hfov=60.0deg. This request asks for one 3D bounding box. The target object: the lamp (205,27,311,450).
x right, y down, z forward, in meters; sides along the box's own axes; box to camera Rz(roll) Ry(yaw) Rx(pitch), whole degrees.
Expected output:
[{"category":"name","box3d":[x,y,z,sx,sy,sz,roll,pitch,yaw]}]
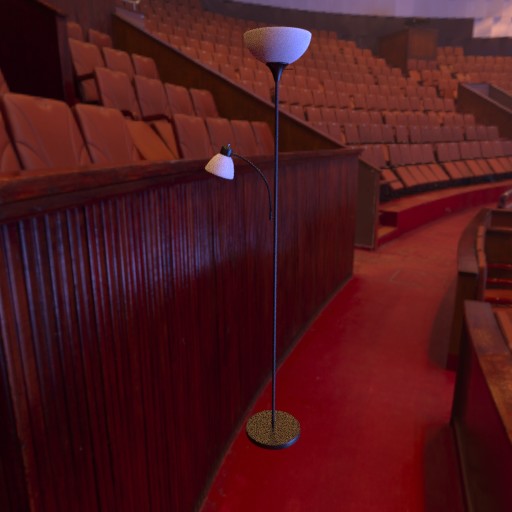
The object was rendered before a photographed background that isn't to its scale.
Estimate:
[{"category":"lamp","box3d":[0.000,0.000,1.989,0.442,1.804,0.279,2,15,8]}]
